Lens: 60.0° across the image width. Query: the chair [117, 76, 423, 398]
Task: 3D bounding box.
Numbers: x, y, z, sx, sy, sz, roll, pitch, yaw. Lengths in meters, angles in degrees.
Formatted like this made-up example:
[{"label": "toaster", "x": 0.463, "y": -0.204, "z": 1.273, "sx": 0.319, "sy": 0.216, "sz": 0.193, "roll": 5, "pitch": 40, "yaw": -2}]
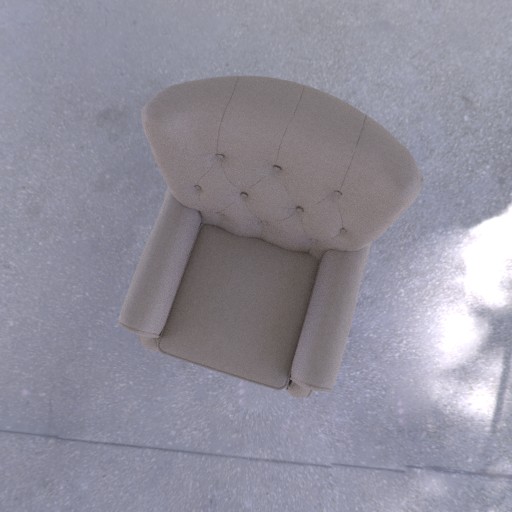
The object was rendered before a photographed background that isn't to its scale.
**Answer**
[{"label": "chair", "x": 0.000, "y": 0.000, "z": 1.921, "sx": 0.999, "sy": 1.138, "sz": 1.041, "roll": 17, "pitch": 76, "yaw": 4}]
